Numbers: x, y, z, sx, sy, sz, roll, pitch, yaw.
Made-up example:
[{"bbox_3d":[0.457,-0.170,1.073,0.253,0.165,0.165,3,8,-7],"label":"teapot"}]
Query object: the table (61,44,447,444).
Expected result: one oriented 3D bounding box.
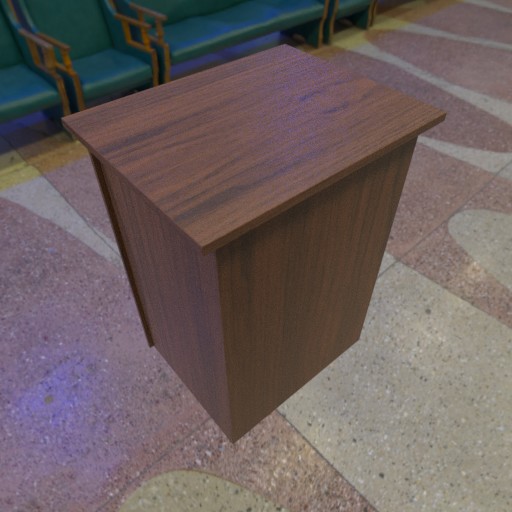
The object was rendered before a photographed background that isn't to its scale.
[{"bbox_3d":[0.000,0.000,0.928,0.480,0.636,0.381,-31,53,-27],"label":"table"}]
